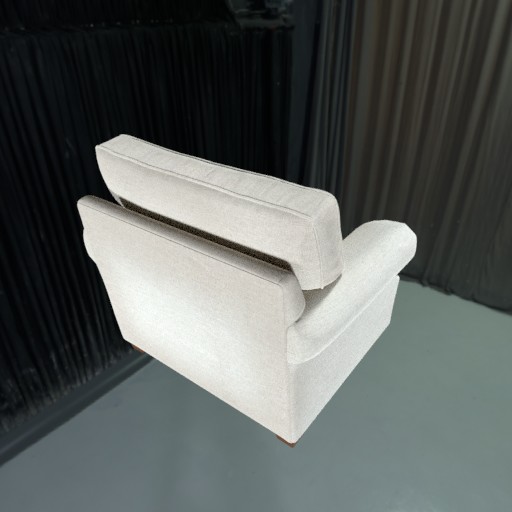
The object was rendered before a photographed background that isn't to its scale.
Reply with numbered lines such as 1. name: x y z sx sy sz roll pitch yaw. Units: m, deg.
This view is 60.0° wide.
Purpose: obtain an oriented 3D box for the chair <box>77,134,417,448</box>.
1. chair: 0.000 0.000 1.842 1.092 0.961 0.965 21 36 32
